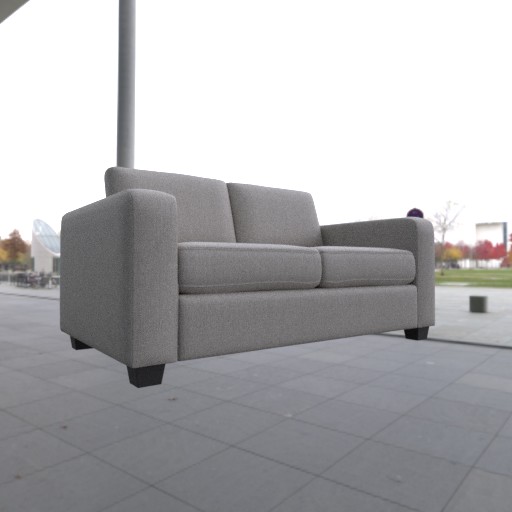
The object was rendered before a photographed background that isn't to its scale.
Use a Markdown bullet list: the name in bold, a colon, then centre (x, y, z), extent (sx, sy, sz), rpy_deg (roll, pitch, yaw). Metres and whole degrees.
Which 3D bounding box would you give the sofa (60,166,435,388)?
- **sofa**: centre (0.000, 0.000, 2.065), extent (1.540, 0.800, 0.900), rpy_deg (1, -1, -36)
